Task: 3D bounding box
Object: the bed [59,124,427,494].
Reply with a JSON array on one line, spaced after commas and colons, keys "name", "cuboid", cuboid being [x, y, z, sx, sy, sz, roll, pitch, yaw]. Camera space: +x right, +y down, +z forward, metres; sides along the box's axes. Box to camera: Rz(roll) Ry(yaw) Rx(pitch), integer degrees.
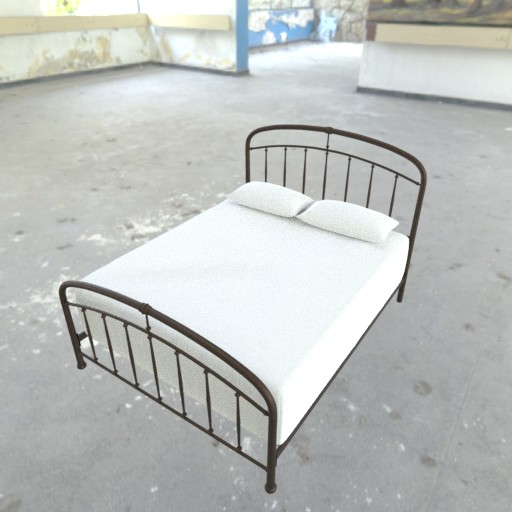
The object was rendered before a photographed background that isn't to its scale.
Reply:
[{"name": "bed", "cuboid": [0.000, 0.000, 3.238, 1.711, 1.425, 2.180, 19, 36, 29]}]
